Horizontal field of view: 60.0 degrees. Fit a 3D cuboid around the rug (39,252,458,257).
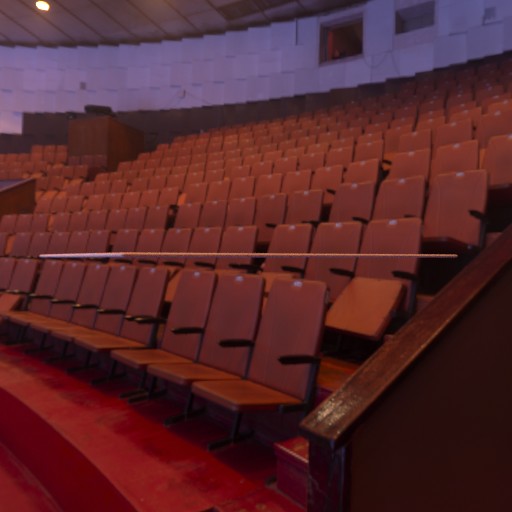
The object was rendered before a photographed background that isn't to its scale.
[{"bbox_3d":[0.000,0.000,2.094,1.678,0.013,1.078,0,0,-37],"label":"rug"}]
